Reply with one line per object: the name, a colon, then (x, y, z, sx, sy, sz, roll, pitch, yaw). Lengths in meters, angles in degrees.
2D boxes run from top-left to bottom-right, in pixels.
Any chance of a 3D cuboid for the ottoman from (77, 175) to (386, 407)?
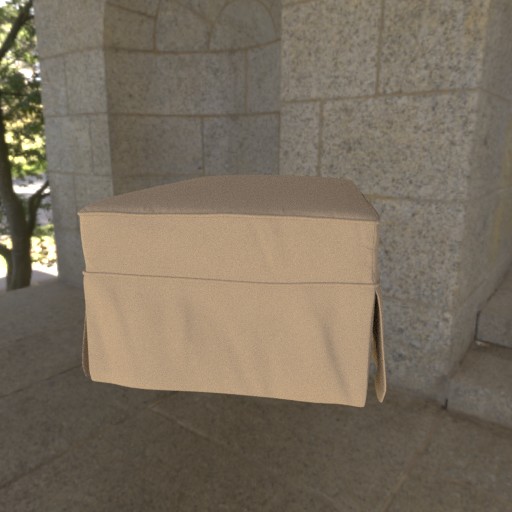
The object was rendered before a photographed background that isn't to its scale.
ottoman: (0.000, 0.000, 1.377, 0.721, 0.482, 0.959, 2, 14, 9)
